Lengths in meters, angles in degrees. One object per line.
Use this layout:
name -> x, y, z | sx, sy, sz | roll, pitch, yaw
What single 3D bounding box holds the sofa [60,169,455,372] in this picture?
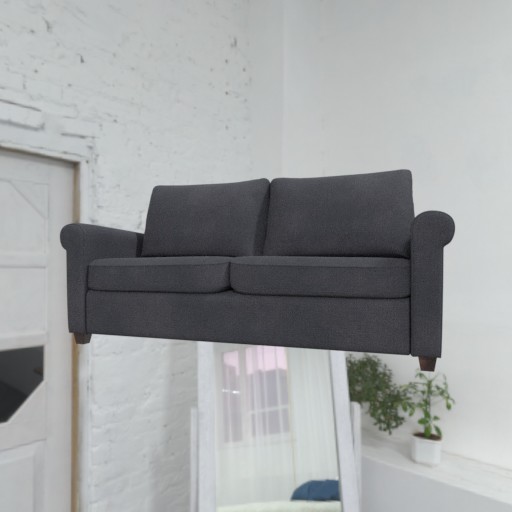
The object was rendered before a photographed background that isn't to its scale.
sofa -> 0.000, 0.000, 2.429 | 1.935, 0.942, 0.842 | 0, -1, 20
